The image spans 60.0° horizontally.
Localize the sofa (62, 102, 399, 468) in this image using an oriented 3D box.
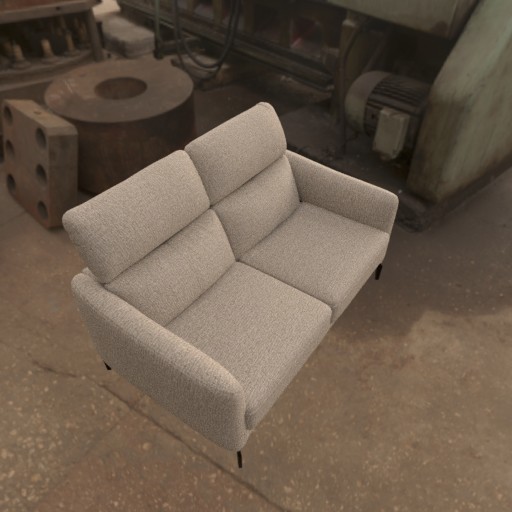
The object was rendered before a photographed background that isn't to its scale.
[{"bbox_3d":[0.000,0.000,2.175,0.905,0.950,1.540,25,47,26],"label":"sofa"}]
